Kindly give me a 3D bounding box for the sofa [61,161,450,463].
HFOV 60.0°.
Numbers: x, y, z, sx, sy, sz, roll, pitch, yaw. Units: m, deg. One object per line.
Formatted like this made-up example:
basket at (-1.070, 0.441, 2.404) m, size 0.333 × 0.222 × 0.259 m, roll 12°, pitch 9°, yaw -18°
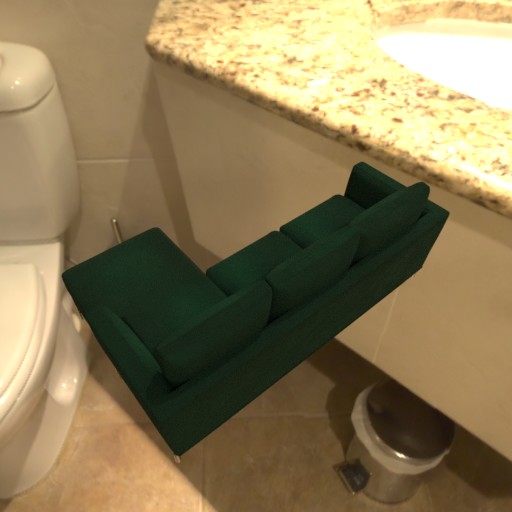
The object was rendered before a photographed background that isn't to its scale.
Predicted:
sofa at (0.000, 0.000, 3.232) m, size 2.441 × 1.007 × 1.489 m, roll -31°, pitch 54°, yaw -26°
